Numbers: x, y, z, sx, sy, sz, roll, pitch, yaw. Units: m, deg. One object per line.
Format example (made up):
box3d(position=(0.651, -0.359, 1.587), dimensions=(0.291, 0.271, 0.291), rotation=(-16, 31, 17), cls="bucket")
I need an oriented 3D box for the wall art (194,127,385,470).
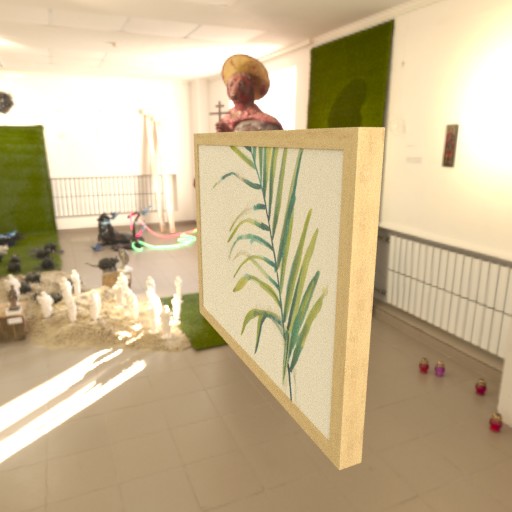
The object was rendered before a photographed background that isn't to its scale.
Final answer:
box3d(position=(0.000, 0.000, 0.703), dimensions=(0.032, 0.380, 0.532), rotation=(-7, 16, -24), cls="wall art")
